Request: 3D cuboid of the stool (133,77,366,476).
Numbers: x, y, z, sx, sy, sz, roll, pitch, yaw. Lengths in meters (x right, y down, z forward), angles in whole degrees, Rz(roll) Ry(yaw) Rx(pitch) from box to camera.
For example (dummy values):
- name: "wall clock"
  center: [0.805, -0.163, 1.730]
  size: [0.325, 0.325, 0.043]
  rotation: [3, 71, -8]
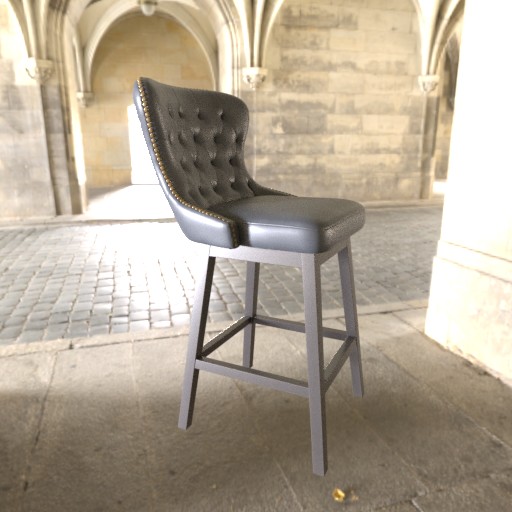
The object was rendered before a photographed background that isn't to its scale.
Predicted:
- name: "stool"
  center: [0.000, 0.000, 1.297]
  size: [0.593, 0.971, 0.528]
  rotation: [7, 16, 26]
